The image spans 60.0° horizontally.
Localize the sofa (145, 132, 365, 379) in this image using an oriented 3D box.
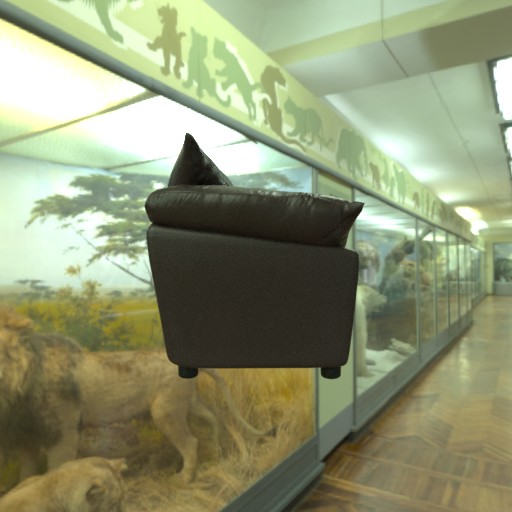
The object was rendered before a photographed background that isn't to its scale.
[{"bbox_3d":[0.000,0.000,2.891,0.907,1.091,2.390,0,-1,1],"label":"sofa"}]
